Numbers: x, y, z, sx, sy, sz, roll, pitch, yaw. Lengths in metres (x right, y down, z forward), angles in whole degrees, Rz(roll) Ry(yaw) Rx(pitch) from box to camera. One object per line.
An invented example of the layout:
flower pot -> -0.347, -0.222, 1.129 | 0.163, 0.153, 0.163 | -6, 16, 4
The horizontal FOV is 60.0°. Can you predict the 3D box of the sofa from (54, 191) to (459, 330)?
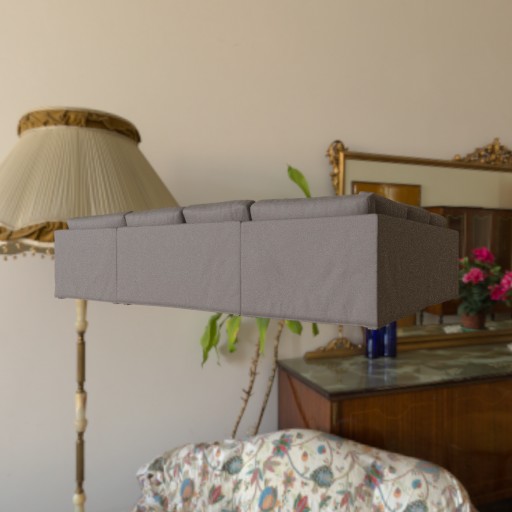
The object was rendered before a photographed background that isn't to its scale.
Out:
sofa -> 0.000, 0.000, 4.593 | 3.460, 0.882, 2.427 | 0, 0, 35
